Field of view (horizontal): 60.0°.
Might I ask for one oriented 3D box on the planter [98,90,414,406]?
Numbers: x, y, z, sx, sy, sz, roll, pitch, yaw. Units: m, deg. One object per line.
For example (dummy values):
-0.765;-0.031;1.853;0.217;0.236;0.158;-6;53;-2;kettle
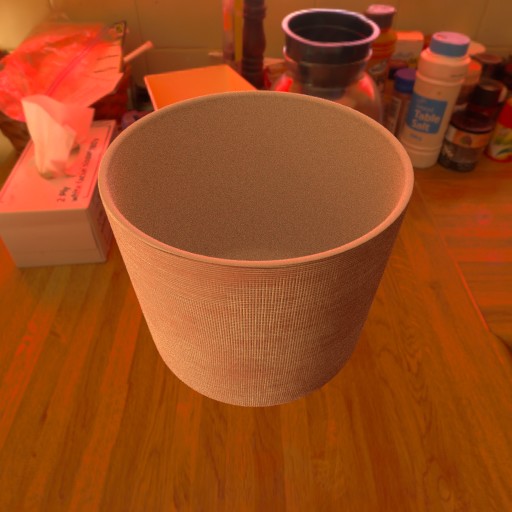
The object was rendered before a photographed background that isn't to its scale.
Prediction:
0.000;0.000;0.773;0.440;0.398;0.440;0;44;0;planter
